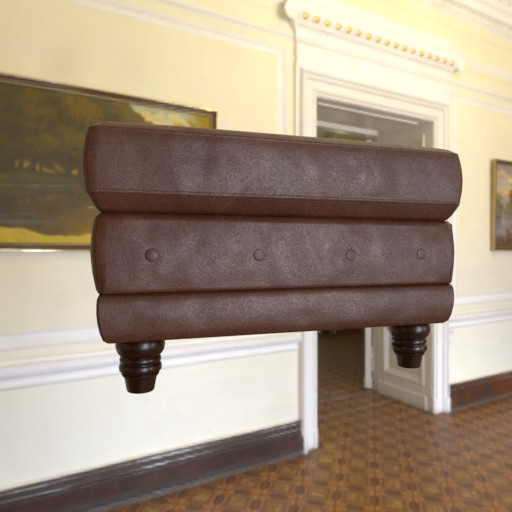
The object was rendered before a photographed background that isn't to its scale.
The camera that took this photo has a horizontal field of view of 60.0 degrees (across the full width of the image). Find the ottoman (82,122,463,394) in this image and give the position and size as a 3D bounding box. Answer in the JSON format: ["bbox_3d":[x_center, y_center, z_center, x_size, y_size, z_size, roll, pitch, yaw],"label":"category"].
[{"bbox_3d":[0.000,0.000,1.140,0.795,0.509,0.588,0,1,-17],"label":"ottoman"}]
